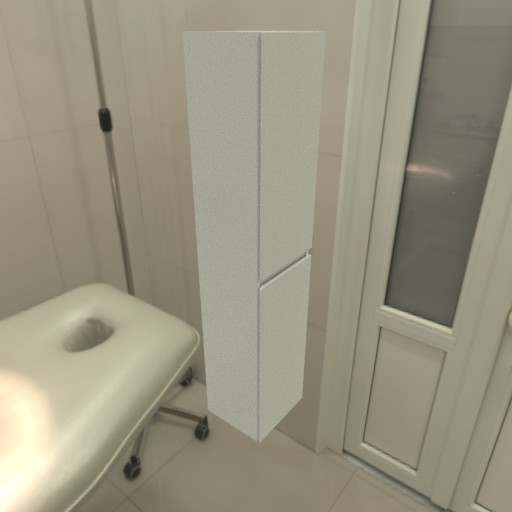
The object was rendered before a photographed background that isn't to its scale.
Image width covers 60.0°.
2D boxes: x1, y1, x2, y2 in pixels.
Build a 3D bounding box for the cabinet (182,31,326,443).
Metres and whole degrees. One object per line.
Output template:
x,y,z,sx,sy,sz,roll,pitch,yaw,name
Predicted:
0.000,0.000,1.549,0.270,1.400,0.300,20,33,33,cabinet
